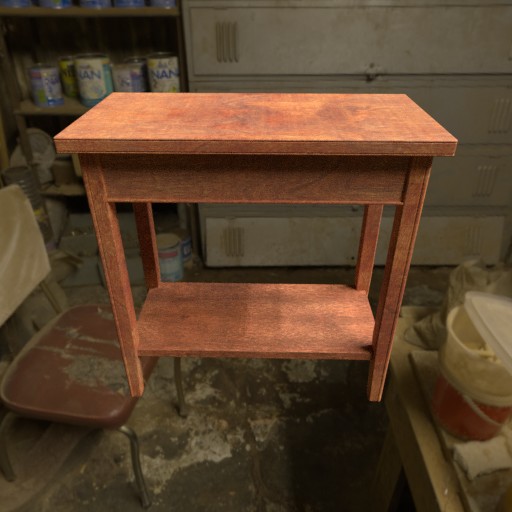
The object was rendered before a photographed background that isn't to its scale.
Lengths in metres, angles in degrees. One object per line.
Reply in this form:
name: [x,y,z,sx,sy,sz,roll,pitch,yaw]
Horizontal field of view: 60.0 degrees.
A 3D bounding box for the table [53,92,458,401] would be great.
table: [0.000,0.000,0.957,0.610,0.610,0.305,1,32,1]
